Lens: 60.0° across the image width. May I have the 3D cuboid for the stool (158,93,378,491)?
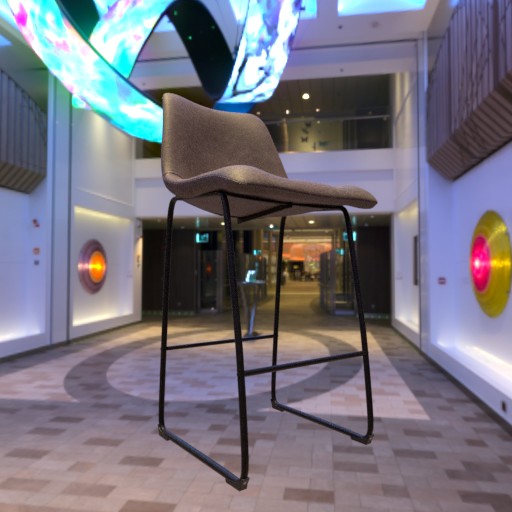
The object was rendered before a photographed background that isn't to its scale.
[{"bbox_3d":[0.000,0.000,1.344,0.514,1.082,0.561,1,-2,-37],"label":"stool"}]
